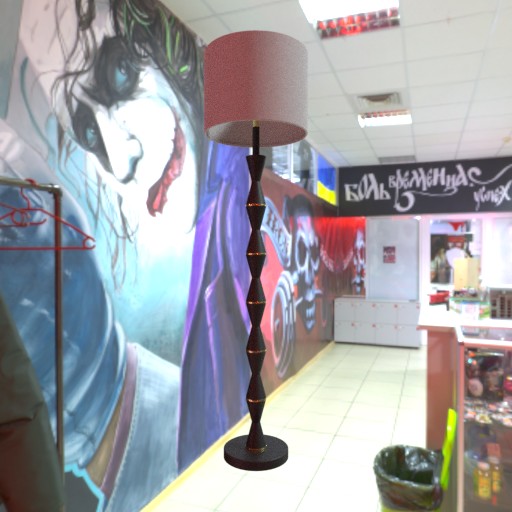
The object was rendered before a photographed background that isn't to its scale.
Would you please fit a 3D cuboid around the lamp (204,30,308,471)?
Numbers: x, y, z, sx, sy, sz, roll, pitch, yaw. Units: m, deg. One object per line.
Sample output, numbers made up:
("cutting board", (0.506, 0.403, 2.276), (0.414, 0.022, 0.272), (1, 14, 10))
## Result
("lamp", (0.000, 0.000, 1.642), (0.381, 1.480, 0.381), (0, 0, -36))
